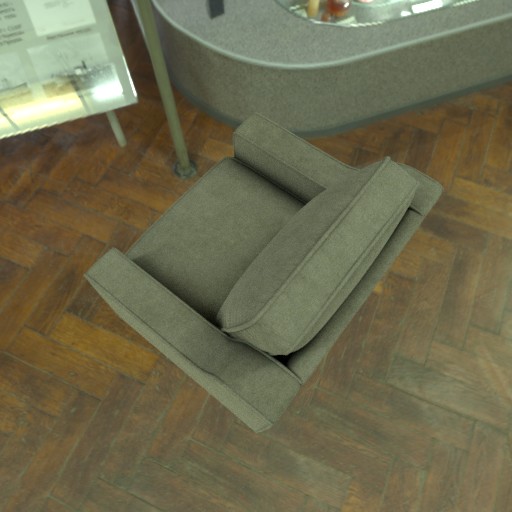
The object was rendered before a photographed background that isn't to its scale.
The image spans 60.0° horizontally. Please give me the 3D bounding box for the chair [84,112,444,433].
[{"bbox_3d":[0.000,0.000,1.646,0.840,0.944,0.926,35,69,16],"label":"chair"}]
